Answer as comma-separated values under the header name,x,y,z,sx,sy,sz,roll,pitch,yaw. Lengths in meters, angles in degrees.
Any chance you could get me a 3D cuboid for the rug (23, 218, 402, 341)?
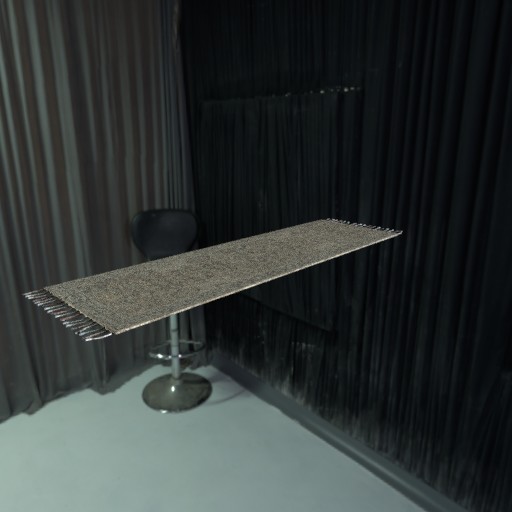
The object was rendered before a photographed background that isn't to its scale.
name,x,y,z,sx,sy,sz,roll,pitch,yaw
rug,0.000,0.000,2.929,0.762,0.011,2.664,16,23,42
